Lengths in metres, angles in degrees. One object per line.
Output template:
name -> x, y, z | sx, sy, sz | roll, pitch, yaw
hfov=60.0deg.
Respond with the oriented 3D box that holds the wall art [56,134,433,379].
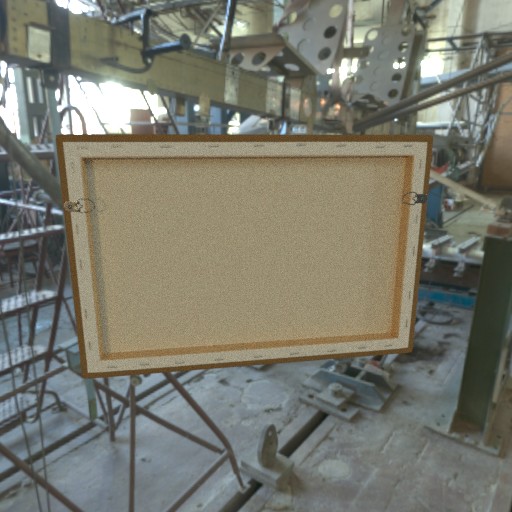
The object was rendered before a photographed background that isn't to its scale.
wall art -> 0.000, 0.000, 0.480 | 0.380, 0.254, 0.019 | -2, 15, -9
